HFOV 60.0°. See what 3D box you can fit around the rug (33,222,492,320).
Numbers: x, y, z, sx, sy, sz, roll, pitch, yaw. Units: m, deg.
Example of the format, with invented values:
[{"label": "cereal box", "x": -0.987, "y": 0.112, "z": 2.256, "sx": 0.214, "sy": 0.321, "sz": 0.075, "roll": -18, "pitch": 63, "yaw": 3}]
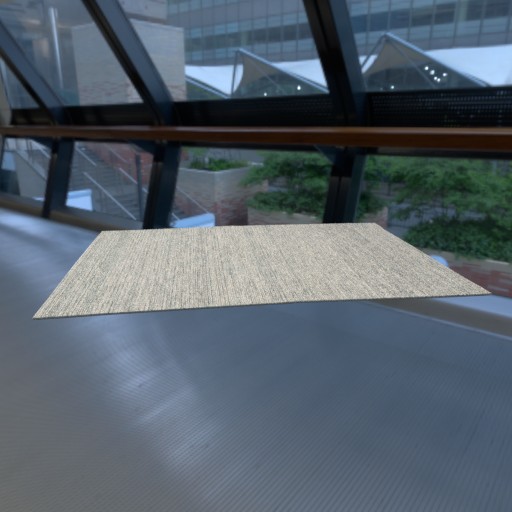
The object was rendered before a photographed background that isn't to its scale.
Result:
[{"label": "rug", "x": 0.000, "y": 0.000, "z": 2.985, "sx": 2.338, "sy": 0.030, "sz": 1.616, "roll": -2, "pitch": 18, "yaw": -7}]
